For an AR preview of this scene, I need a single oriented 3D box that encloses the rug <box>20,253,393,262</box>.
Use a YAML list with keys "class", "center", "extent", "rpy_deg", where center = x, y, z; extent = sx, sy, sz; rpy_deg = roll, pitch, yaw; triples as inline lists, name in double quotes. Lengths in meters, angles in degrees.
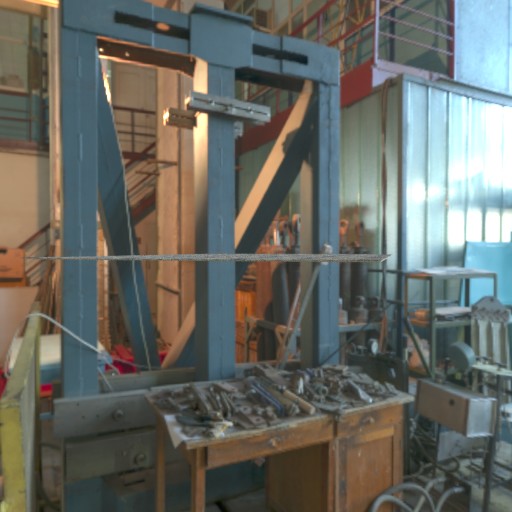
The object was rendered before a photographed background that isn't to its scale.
- class: "rug"
  center: [0.000, 0.000, 4.232]
  extent: [2.437, 0.015, 3.205]
  rpy_deg: [0, 1, 18]
